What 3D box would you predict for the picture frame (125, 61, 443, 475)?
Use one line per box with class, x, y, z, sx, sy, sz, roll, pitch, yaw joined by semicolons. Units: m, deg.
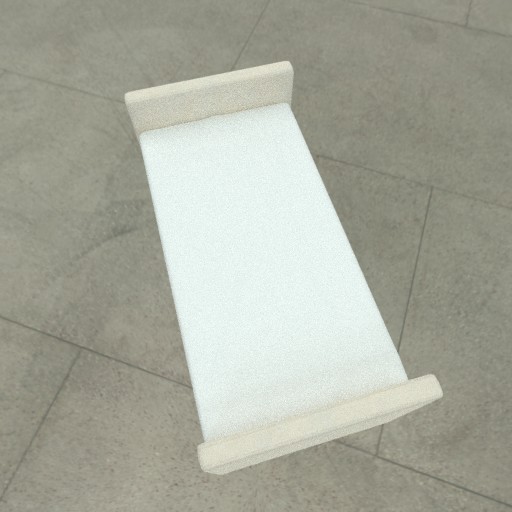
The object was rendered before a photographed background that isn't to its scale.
picture frame;0.000;0.000;2.678;1.069;0.891;2.161;-14;64;-7
